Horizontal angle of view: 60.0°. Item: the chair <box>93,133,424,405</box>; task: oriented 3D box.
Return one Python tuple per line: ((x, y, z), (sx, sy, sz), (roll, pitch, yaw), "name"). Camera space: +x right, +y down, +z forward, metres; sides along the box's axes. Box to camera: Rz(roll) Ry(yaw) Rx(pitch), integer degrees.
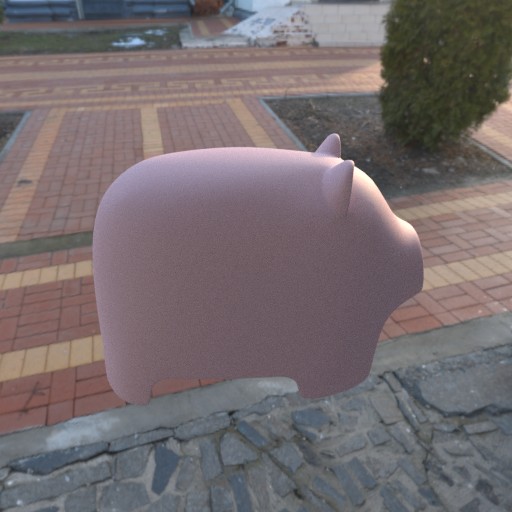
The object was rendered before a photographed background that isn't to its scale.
((0.000, 0.000, 0.842), (0.619, 0.423, 0.364), (0, 32, -1), "chair")
